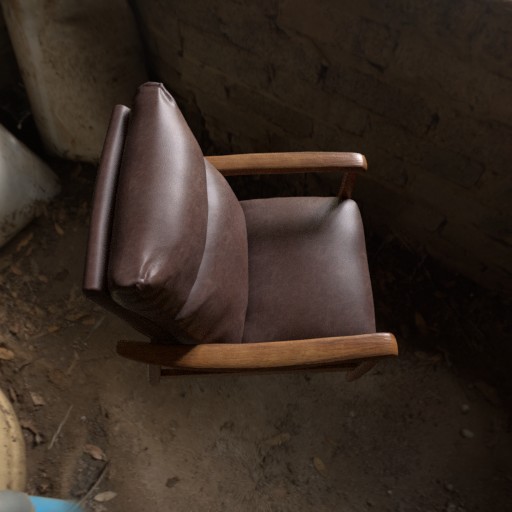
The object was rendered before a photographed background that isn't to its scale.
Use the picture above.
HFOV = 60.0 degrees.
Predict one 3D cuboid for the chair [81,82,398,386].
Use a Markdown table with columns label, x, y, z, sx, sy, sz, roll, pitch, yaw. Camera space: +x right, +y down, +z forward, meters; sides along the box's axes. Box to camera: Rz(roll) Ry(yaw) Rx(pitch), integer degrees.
| label | x | y | z | sx | sy | sz | roll | pitch | yaw |
| --- | --- | --- | --- | --- | --- | --- | --- | --- | --- |
| chair | 0.000 | 0.000 | 1.477 | 0.830 | 0.897 | 0.782 | -1 | 63 | -1 |
